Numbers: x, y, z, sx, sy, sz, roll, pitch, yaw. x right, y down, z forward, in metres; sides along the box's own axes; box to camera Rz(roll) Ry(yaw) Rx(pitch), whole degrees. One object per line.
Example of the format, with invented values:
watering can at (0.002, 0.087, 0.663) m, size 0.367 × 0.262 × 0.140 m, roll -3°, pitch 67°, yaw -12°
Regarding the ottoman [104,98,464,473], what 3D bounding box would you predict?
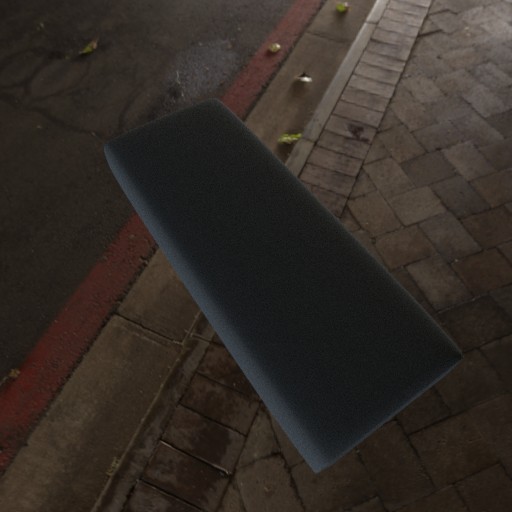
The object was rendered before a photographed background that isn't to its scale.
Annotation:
ottoman at (0.000, 0.000, 1.867) m, size 0.646 × 0.393 × 1.609 m, roll -29°, pitch 62°, yaw -18°
